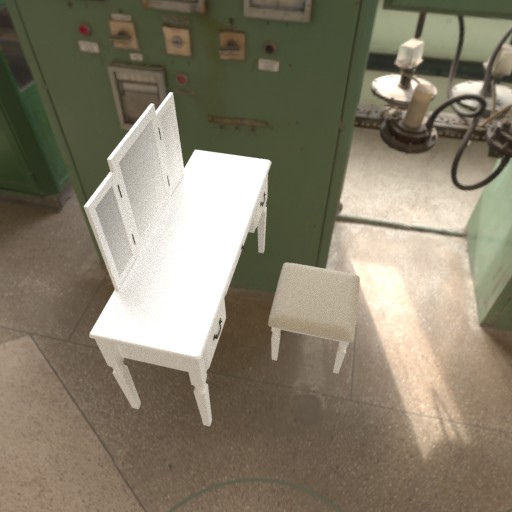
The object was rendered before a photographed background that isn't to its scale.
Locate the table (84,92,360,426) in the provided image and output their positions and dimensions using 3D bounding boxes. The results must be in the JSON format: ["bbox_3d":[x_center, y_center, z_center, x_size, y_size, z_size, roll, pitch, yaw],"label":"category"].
[{"bbox_3d":[0.000,0.000,2.264,1.115,1.310,1.369,10,48,9],"label":"table"}]
